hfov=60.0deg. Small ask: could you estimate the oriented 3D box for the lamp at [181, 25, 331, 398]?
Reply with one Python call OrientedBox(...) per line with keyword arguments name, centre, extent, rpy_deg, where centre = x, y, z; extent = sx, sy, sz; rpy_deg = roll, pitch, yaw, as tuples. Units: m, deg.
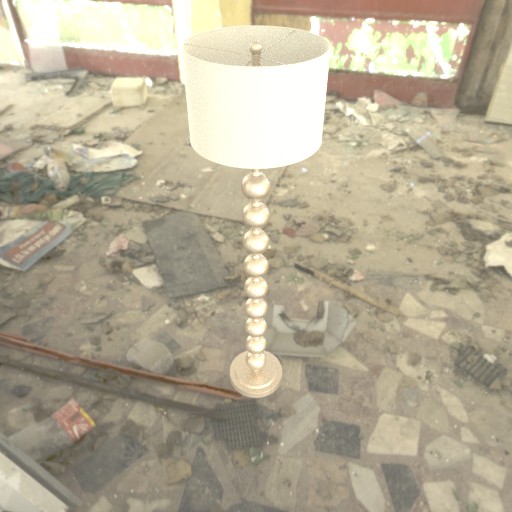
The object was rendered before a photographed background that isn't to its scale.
OrientedBox(name="lamp", centre=(0.000, 0.000, 1.638), extent=(0.394, 1.474, 0.394), rpy_deg=(25, 46, 27))
